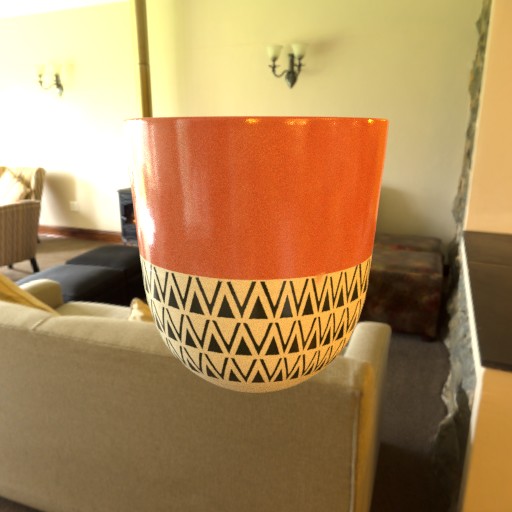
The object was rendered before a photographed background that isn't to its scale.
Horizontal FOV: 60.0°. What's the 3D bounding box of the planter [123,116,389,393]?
[{"bbox_3d":[0.000,0.000,0.366,0.195,0.214,0.195,0,16,0],"label":"planter"}]
